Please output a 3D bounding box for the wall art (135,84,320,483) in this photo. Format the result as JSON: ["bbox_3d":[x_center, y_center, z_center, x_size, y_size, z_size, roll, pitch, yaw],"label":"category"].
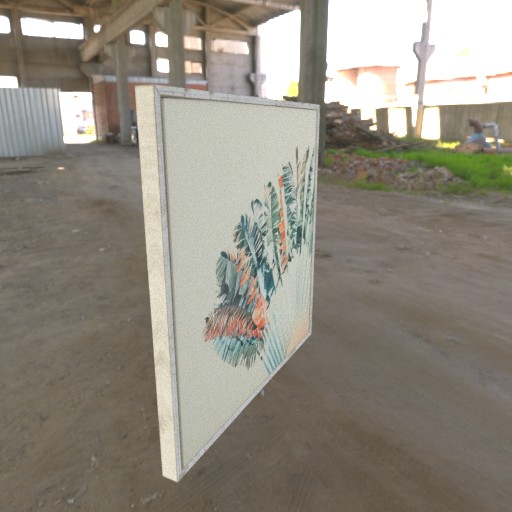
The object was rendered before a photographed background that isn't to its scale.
[{"bbox_3d":[0.000,0.000,1.126,0.038,0.757,0.760,8,18,26],"label":"wall art"}]
